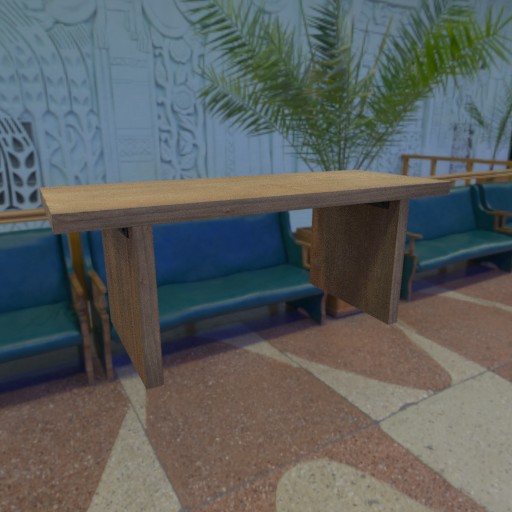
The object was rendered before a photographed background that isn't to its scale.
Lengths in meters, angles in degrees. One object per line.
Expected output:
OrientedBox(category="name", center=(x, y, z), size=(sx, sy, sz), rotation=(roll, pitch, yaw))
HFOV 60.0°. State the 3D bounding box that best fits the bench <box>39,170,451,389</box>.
OrientedBox(category="bench", center=(0.000, 0.000, 1.424), size=(1.183, 0.458, 0.458), rotation=(-8, 18, -27))
